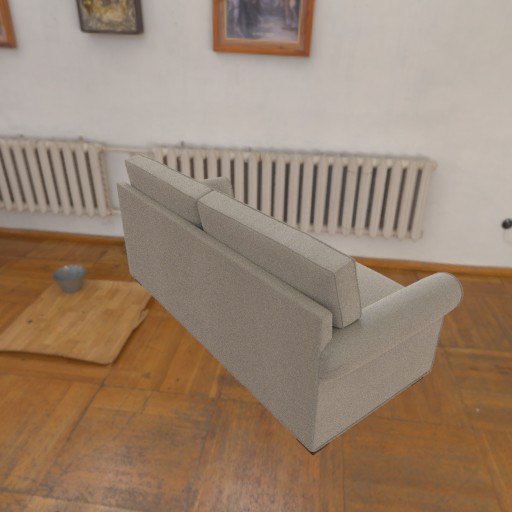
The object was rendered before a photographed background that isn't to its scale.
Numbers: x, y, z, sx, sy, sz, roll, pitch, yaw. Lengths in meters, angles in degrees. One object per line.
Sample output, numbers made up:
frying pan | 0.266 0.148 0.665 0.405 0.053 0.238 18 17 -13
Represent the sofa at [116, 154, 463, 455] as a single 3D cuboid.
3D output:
sofa | 0.000 0.000 2.684 0.901 0.962 2.146 -19 33 -32
